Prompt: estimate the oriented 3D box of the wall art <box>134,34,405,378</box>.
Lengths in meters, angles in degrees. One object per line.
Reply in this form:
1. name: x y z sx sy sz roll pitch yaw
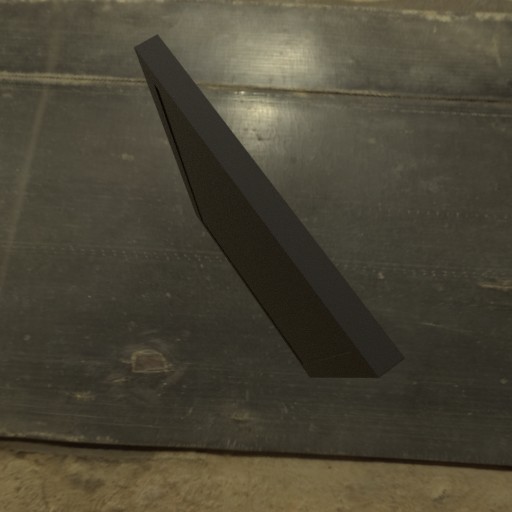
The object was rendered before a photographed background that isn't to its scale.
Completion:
1. wall art: 0.000 0.000 0.743 0.033 0.559 0.457 -34 77 -9
